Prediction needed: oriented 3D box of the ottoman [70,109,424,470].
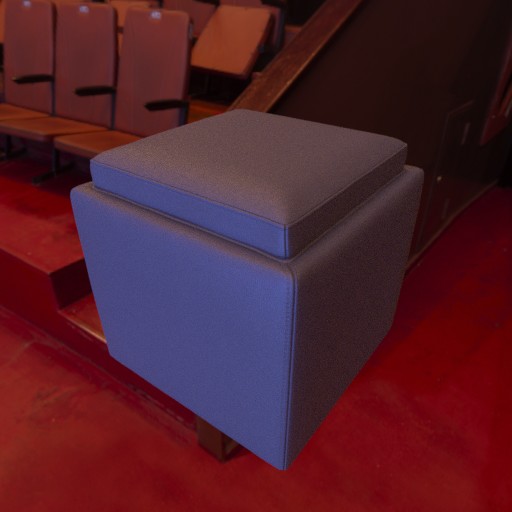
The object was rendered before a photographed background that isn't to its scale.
[{"bbox_3d":[0.000,0.000,0.838,0.450,0.460,0.451,22,38,30],"label":"ottoman"}]
